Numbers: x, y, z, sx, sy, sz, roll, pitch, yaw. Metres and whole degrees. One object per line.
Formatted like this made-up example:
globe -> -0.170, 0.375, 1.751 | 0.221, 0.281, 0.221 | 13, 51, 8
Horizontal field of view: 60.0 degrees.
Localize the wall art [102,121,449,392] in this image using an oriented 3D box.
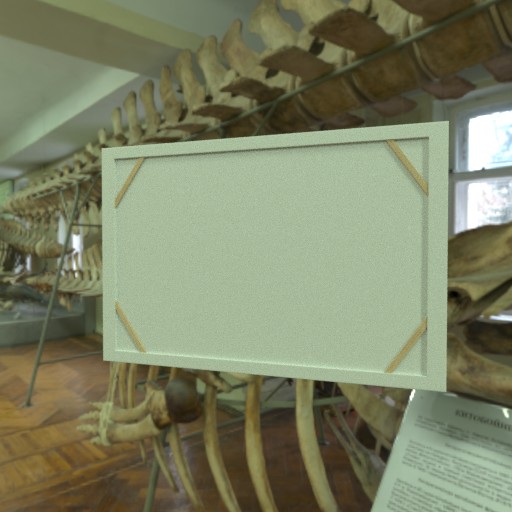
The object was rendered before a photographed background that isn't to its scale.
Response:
wall art -> 0.000, 0.000, 1.152 | 0.914, 0.609, 0.038 | 0, 1, 18
